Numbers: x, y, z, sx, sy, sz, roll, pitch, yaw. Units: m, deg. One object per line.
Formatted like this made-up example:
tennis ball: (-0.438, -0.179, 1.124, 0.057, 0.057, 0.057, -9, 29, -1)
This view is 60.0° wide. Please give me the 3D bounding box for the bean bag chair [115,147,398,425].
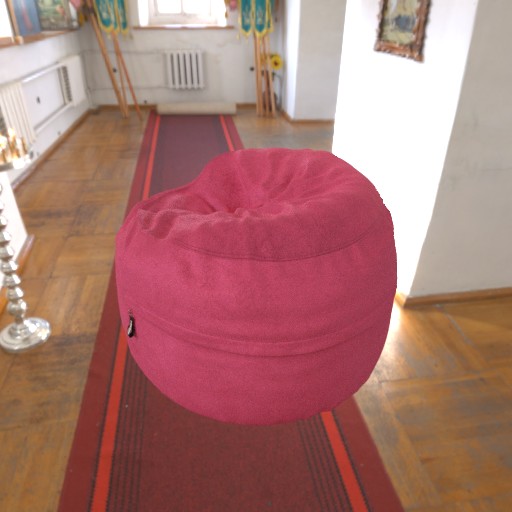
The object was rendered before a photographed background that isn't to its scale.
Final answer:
bean bag chair: (0.000, 0.000, 1.956, 1.218, 0.788, 1.218, 0, 32, 0)
